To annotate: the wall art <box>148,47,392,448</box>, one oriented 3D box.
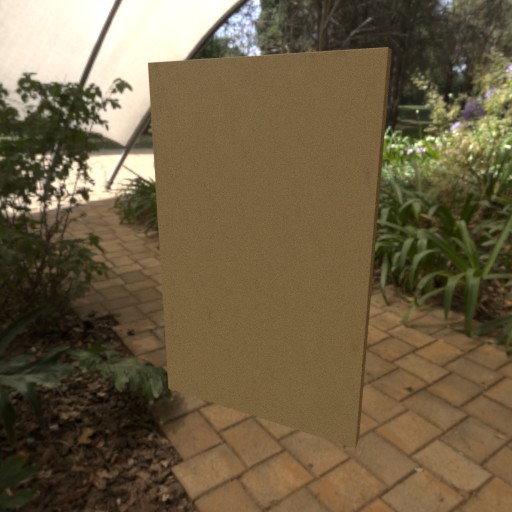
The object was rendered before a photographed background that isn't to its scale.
[{"bbox_3d":[0.000,0.000,0.981,0.510,0.810,0.039,8,19,25],"label":"wall art"}]
